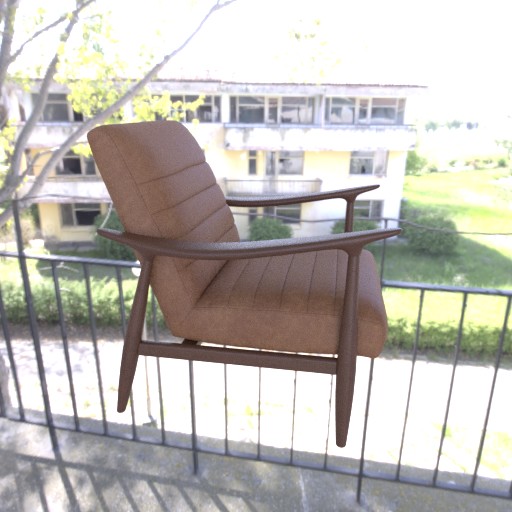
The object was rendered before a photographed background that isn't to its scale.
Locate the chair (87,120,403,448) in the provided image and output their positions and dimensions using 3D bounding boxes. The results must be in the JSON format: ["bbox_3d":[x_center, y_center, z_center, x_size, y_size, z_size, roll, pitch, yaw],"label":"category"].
[{"bbox_3d":[0.000,0.000,1.433,0.798,0.832,0.741,3,18,10],"label":"chair"}]
